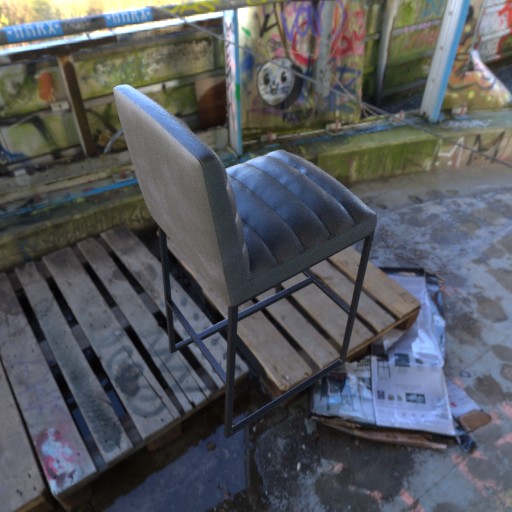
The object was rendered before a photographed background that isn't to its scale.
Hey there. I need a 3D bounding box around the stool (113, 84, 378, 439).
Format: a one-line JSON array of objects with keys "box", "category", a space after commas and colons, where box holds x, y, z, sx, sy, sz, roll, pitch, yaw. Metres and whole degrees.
[{"box": [0.000, 0.000, 1.390, 0.562, 1.065, 0.463, -24, 47, -25], "category": "stool"}]
